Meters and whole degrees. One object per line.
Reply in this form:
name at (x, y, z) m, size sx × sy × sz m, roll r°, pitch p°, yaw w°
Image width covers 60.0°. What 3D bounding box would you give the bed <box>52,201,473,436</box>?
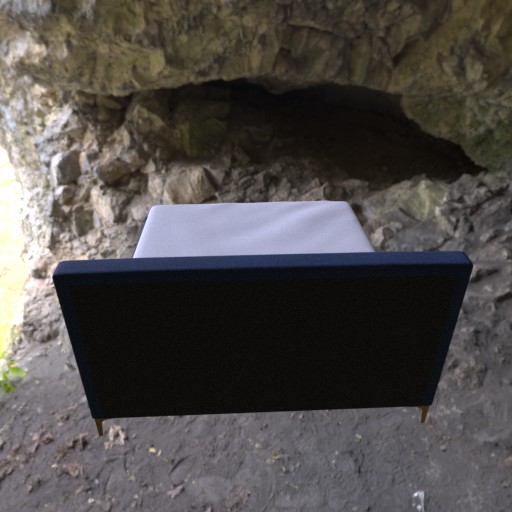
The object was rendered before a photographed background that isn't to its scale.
bed at (0.000, 0.000, 3.414) m, size 2.096 × 1.231 × 2.232 m, roll -1°, pitch 31°, yaw -2°
